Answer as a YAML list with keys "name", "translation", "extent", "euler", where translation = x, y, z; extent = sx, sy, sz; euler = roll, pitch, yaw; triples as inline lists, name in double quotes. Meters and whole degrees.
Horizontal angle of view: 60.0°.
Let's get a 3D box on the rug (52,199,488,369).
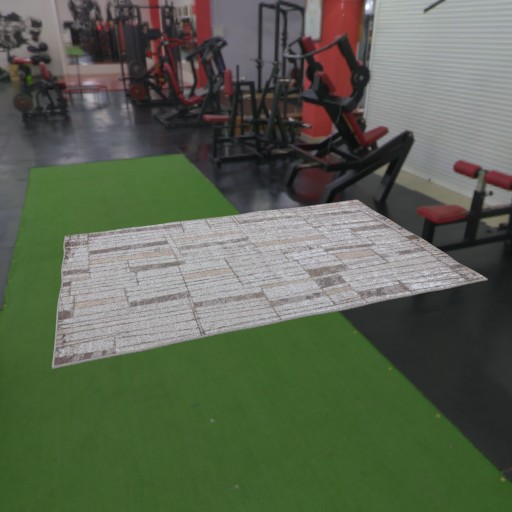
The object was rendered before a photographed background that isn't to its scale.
- name: "rug"
  translation: [0.000, 0.000, 2.962]
  extent: [2.444, 0.023, 1.531]
  euler: [-9, 28, -17]
